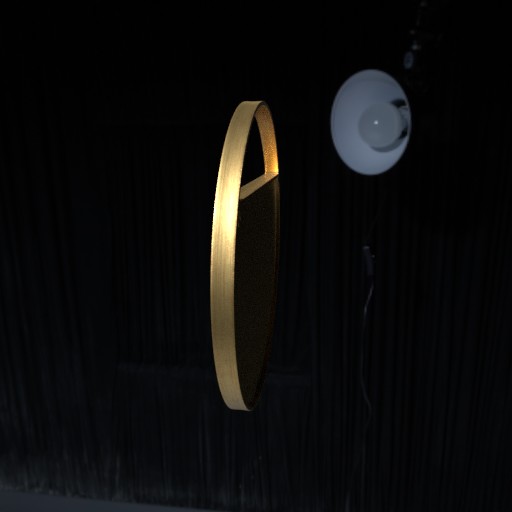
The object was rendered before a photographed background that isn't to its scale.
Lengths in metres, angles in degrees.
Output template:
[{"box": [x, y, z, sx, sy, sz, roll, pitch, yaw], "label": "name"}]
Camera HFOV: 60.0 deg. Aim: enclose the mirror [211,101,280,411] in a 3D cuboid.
[{"box": [0.000, 0.000, 0.858, 0.032, 0.565, 0.565, 2, 15, 9], "label": "mirror"}]
